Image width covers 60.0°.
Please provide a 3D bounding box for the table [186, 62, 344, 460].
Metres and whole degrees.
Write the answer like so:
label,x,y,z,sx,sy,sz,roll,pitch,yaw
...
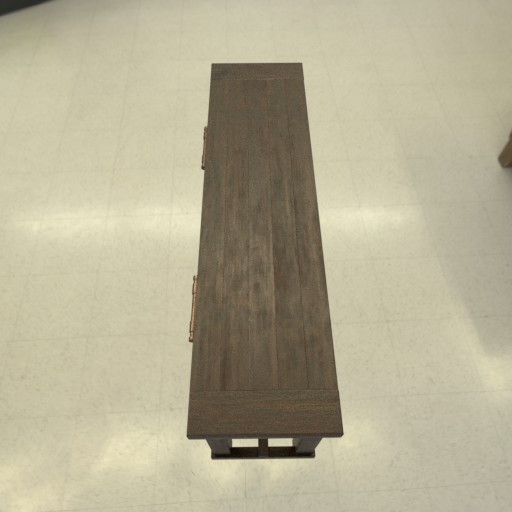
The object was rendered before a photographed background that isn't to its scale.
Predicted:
label,x,y,z,sx,sy,sz,roll,pitch,yaw
table,0.000,0.000,1.907,0.442,0.762,1.599,-1,58,0
